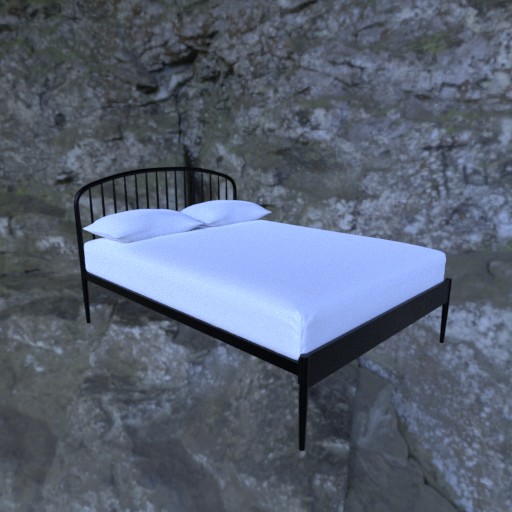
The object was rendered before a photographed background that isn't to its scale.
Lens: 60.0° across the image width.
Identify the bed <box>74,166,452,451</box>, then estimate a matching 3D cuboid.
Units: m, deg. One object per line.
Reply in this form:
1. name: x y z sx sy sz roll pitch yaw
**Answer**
1. bed: 0.000 0.000 3.148 2.159 1.166 1.618 13 19 43
